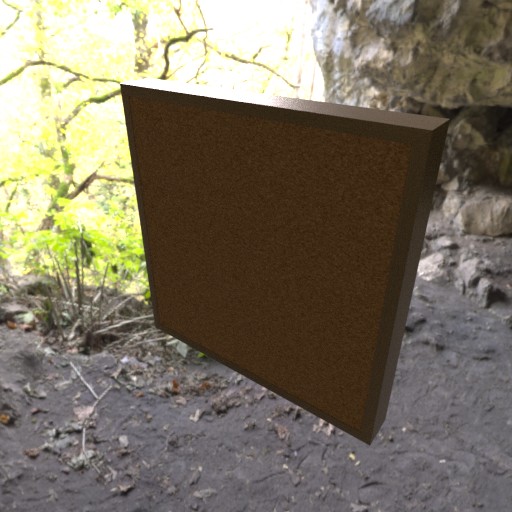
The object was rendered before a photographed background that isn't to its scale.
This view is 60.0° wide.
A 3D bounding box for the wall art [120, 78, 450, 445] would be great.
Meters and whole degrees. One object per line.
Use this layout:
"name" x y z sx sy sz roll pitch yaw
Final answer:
"wall art" 0.000 0.000 0.446 0.304 0.305 0.038 20 36 31
